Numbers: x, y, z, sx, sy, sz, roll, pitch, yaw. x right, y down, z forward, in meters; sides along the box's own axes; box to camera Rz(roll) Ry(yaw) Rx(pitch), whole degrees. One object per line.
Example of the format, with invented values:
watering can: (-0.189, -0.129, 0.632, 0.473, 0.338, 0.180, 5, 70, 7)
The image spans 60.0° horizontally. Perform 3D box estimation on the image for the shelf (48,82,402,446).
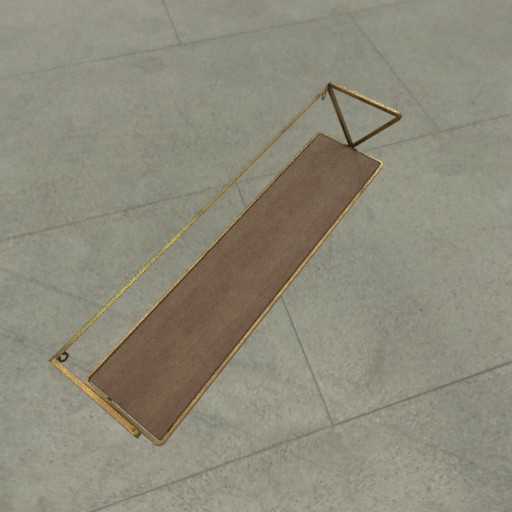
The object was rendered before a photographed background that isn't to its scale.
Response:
shelf: (0.000, 0.000, 0.741, 0.150, 0.229, 0.645, 32, 64, 18)
